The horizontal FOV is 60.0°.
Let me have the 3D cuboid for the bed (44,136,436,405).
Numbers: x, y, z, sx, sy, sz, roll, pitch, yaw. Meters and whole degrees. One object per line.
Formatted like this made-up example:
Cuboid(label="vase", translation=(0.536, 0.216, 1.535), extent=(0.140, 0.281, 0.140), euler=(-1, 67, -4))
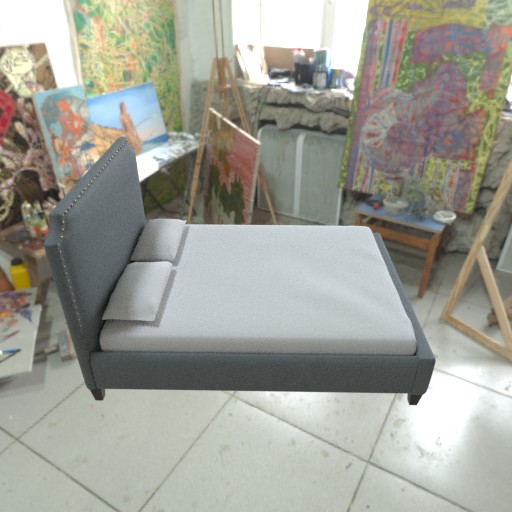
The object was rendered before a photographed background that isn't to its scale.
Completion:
Cuboid(label="bed", translation=(0.000, 0.000, 3.449), extent=(2.372, 1.443, 1.712), euler=(1, 32, 1))
